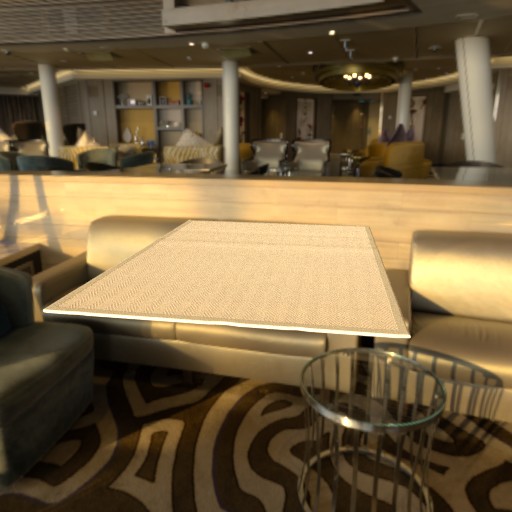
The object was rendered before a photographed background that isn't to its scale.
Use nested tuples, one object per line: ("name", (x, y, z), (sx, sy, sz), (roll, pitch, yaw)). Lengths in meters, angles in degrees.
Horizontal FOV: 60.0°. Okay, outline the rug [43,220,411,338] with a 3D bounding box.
("rug", (0.000, 0.000, 4.933), (2.734, 0.037, 3.659), (3, 16, 9))
